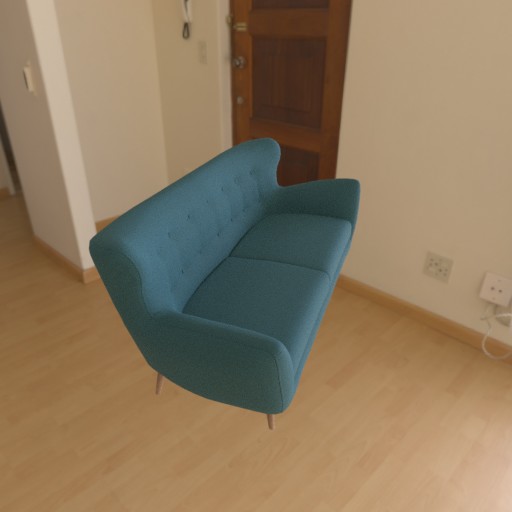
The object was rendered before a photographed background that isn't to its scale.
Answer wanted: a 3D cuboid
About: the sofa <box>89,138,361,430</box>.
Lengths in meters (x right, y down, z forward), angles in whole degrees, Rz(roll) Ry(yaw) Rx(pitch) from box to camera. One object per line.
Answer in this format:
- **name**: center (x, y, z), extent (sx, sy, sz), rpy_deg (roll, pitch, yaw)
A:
- **sofa**: center (0.000, 0.000, 2.472), extent (0.889, 0.890, 1.930), rpy_deg (10, 29, 17)
